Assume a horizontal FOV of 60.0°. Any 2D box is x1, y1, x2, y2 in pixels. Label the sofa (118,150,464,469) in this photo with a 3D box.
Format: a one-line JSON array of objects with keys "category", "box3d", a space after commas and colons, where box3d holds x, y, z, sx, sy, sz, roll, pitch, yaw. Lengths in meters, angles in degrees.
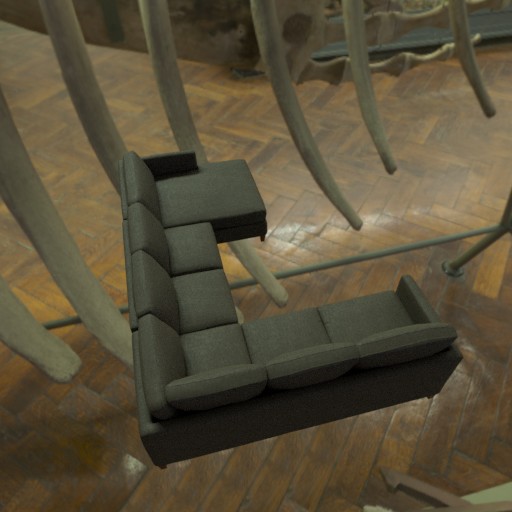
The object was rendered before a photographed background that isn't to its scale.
[{"category": "sofa", "box3d": [0.000, 0.000, 4.617, 2.594, 0.961, 3.460, -11, 48, -10]}]
